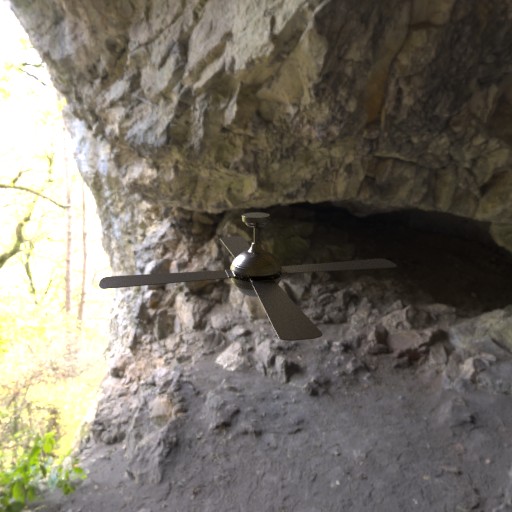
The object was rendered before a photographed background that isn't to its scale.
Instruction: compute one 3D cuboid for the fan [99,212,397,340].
[{"bbox_3d":[0.000,0.000,2.030,1.321,0.381,1.321,2,17,8],"label":"fan"}]
